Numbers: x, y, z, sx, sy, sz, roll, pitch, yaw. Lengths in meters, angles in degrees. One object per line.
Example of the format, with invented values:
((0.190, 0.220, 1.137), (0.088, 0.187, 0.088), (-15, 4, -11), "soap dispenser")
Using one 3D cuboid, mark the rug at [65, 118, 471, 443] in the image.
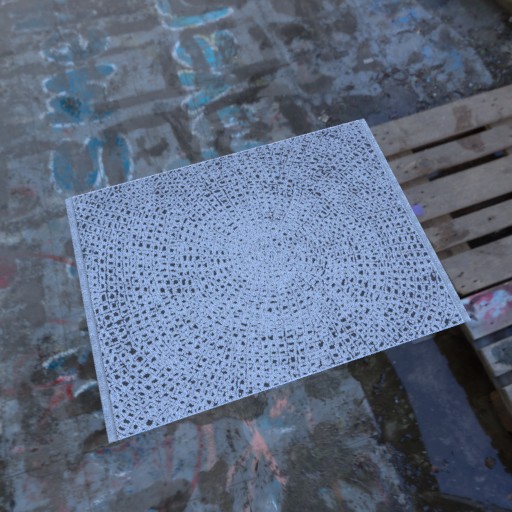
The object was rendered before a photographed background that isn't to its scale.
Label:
((0.000, 0.000, 2.106), (1.634, 0.003, 1.190), (-17, 68, -7), "rug")
